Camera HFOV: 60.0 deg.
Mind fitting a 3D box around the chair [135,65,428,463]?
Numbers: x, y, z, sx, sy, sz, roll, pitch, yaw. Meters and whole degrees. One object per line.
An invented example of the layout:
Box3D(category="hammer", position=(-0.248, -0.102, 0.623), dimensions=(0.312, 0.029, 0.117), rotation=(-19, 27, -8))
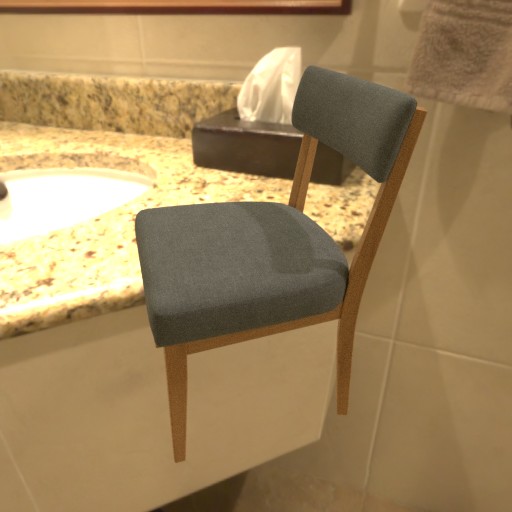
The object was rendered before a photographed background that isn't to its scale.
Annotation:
Box3D(category="chair", position=(0.000, 0.000, 1.129), dimensions=(0.572, 0.832, 0.508), rotation=(-9, 31, -15))
